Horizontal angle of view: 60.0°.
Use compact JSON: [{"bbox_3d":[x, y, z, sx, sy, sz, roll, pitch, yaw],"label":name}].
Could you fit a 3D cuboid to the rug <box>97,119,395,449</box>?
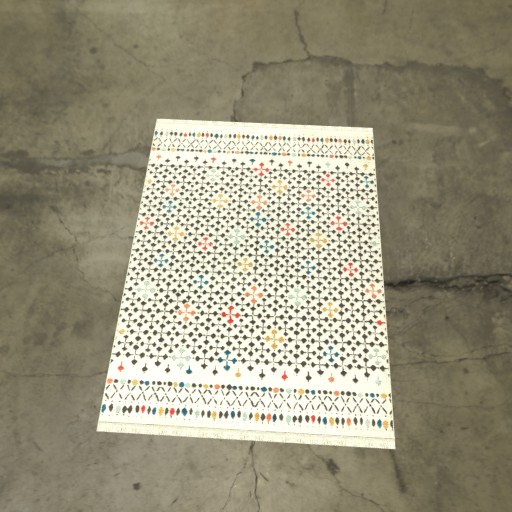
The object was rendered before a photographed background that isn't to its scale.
[{"bbox_3d":[0.000,0.000,2.024,1.146,0.006,1.556,3,65,1],"label":"rug"}]
